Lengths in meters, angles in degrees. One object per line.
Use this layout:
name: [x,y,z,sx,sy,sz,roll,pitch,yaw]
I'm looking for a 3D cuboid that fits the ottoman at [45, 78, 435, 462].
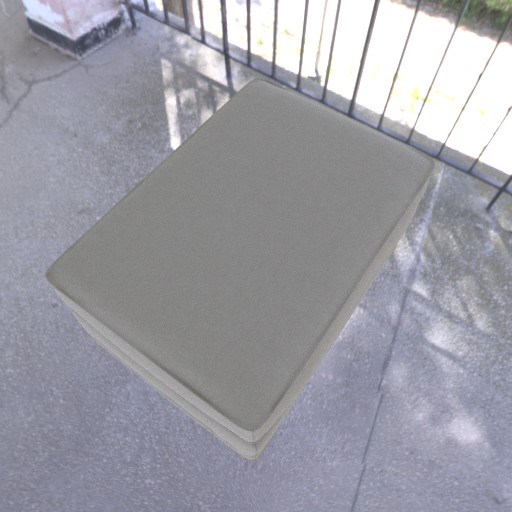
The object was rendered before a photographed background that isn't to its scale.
ottoman: [0.000,0.000,1.221,0.611,0.482,0.848,32,64,17]
